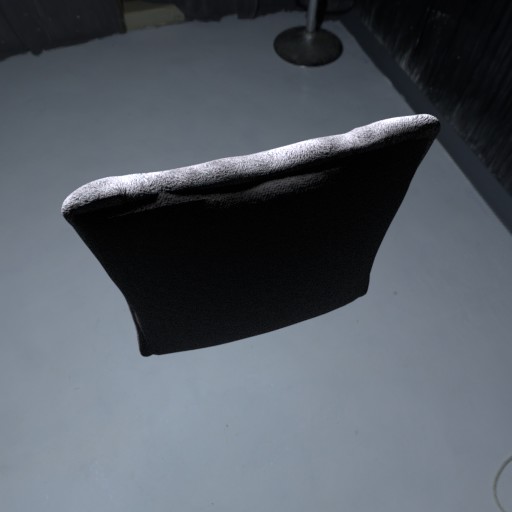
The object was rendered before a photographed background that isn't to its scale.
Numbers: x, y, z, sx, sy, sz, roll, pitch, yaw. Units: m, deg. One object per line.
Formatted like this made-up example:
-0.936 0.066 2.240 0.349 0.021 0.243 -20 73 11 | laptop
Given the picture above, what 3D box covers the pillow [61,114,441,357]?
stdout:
0.000 0.000 0.786 0.522 0.520 0.204 -14 59 -9 | pillow
